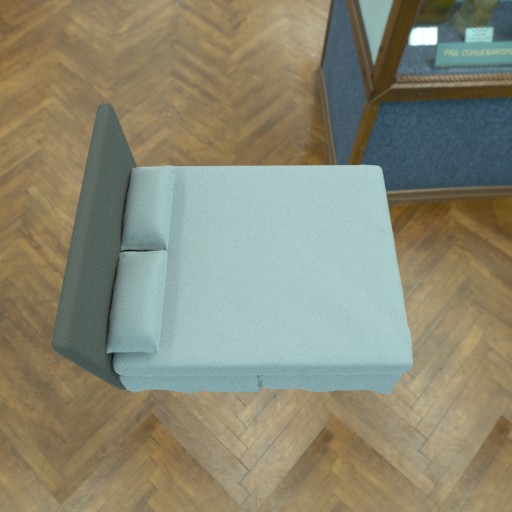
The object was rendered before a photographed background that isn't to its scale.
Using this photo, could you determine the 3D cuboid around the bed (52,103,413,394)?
[{"bbox_3d":[0.000,0.000,3.194,2.142,1.330,1.748,0,64,0],"label":"bed"}]
